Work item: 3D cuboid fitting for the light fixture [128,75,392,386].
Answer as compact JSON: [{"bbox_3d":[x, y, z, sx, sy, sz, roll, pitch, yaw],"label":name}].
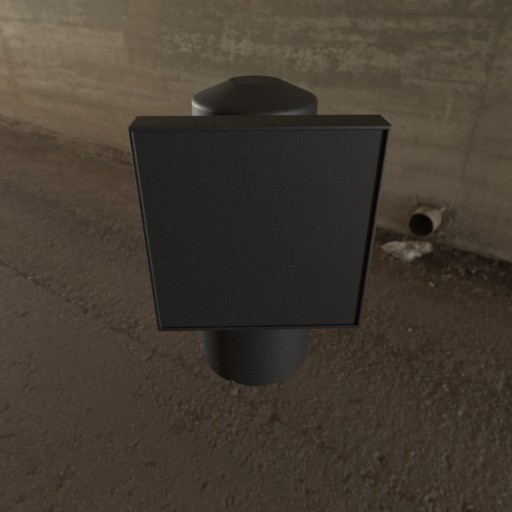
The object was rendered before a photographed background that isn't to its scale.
[{"bbox_3d":[0.000,0.000,0.358,0.130,0.257,0.176,-1,31,-1],"label":"light fixture"}]
